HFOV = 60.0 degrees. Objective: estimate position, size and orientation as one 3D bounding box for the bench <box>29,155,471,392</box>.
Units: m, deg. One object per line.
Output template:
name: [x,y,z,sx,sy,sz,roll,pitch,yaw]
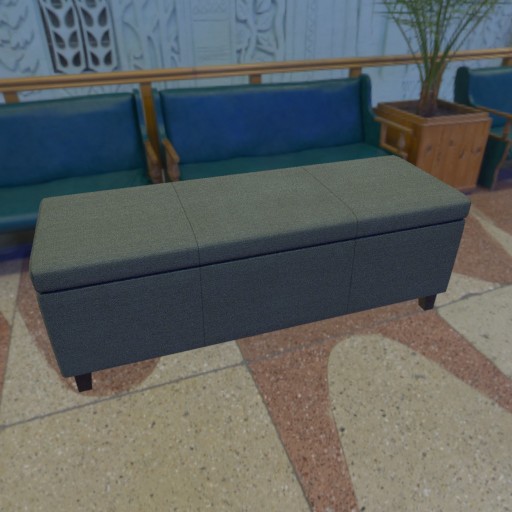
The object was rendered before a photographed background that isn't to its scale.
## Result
bench: [0.000,0.000,1.459,1.269,0.438,0.446,-10,33,-15]
